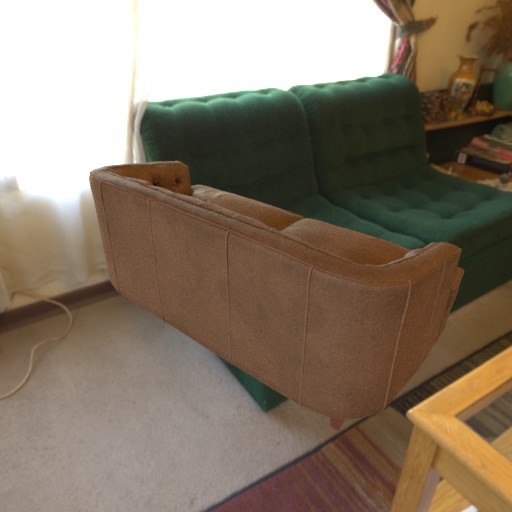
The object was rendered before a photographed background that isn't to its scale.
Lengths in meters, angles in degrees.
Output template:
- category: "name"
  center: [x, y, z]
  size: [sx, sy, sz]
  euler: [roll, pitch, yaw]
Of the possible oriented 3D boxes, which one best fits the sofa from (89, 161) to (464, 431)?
- category: "sofa"
  center: [0.000, 0.000, 2.232]
  size: [1.767, 0.799, 0.917]
  euler: [23, 37, 34]
